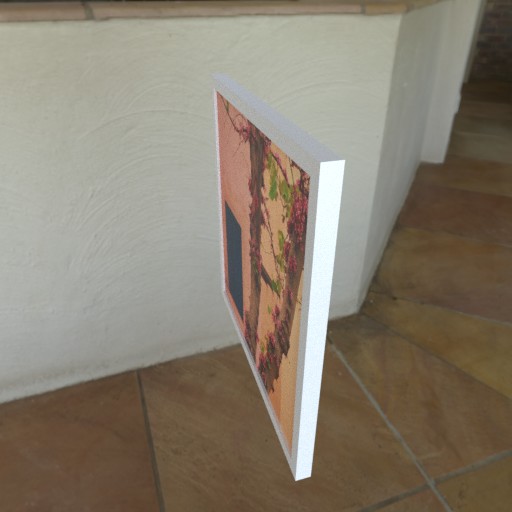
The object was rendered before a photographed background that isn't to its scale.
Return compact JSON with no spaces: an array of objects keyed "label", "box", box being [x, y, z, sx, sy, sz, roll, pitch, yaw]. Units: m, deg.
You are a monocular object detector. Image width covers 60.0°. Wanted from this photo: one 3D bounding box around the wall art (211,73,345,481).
[{"label":"wall art","box":[0.000,0.000,1.138,0.038,0.762,0.762,-9,33,-14]}]
